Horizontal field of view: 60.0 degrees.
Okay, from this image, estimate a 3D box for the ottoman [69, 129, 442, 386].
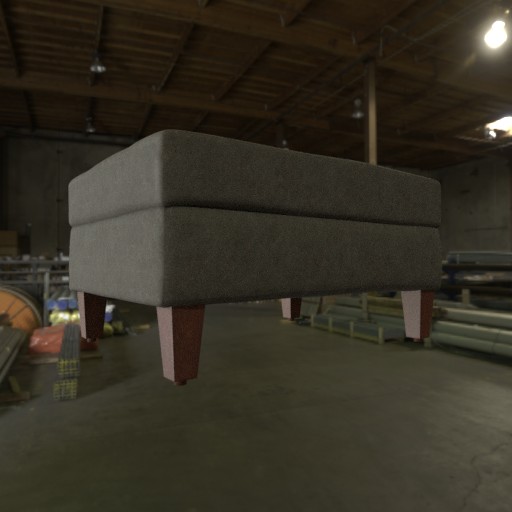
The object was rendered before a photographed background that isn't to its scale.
[{"bbox_3d":[0.000,0.000,1.213,0.839,0.464,0.639,1,-1,-36],"label":"ottoman"}]
